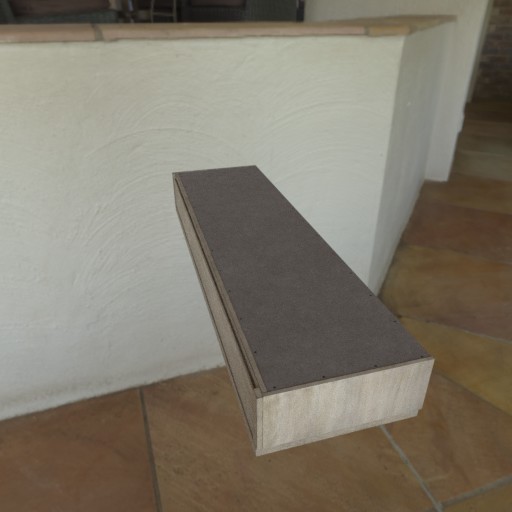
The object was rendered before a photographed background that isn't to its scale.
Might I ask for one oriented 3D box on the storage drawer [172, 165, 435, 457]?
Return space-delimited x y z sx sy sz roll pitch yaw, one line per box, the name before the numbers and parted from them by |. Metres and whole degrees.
storage drawer | 0.000 0.000 2.276 0.591 0.274 2.072 -8 30 -14
